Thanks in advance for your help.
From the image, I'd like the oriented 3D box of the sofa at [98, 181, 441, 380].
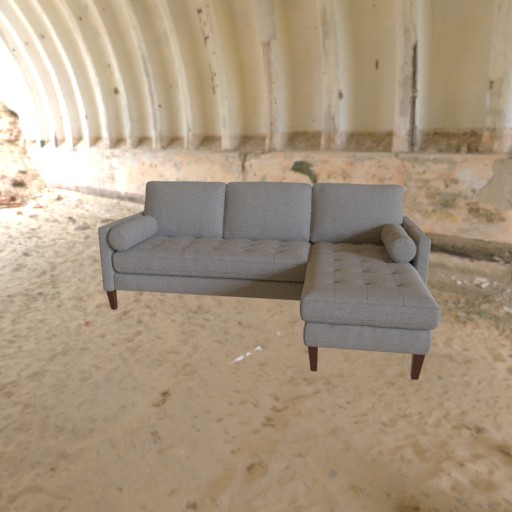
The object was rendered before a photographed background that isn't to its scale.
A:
[{"bbox_3d":[0.000,0.000,2.950,2.178,0.875,1.506,2,15,9],"label":"sofa"}]
